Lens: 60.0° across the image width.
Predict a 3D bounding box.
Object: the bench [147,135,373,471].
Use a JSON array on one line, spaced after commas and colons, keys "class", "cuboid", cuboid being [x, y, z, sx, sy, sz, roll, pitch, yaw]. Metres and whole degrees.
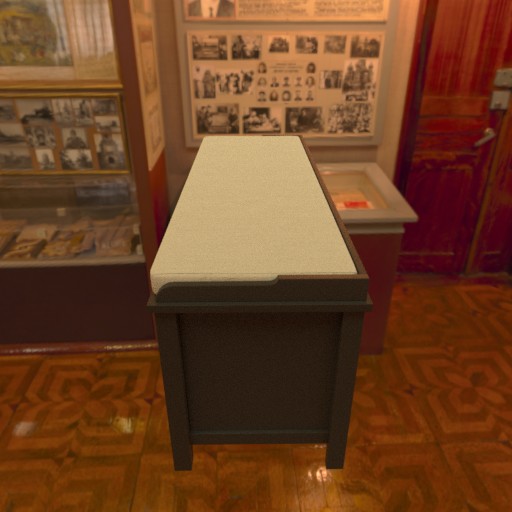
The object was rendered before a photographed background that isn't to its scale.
[{"class": "bench", "cuboid": [0.000, 0.000, 1.376, 0.398, 0.501, 1.140, 0, 28, -1]}]
